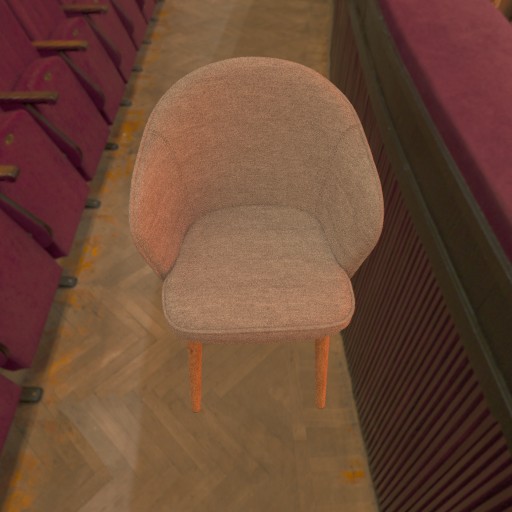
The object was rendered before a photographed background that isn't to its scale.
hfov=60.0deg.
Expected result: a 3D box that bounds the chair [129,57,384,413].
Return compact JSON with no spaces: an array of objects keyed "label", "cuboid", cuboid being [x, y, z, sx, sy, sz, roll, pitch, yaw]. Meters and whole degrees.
[{"label":"chair","cuboid":[0.000,0.000,1.141,0.540,0.800,0.530,-1,47,-1]}]
